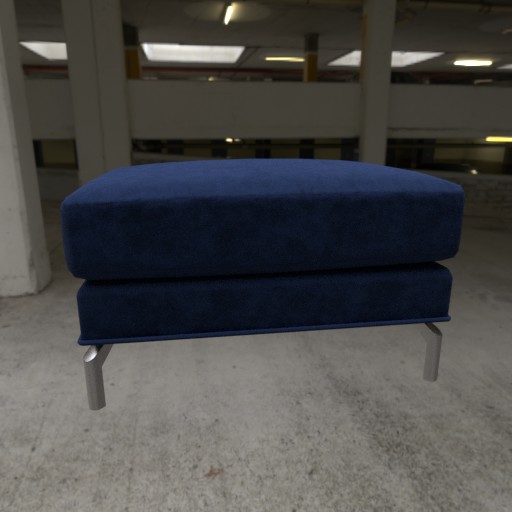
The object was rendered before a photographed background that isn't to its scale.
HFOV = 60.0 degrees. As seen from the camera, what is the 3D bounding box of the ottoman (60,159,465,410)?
[{"bbox_3d":[0.000,0.000,1.198,0.835,0.498,0.587,-2,16,-8],"label":"ottoman"}]
